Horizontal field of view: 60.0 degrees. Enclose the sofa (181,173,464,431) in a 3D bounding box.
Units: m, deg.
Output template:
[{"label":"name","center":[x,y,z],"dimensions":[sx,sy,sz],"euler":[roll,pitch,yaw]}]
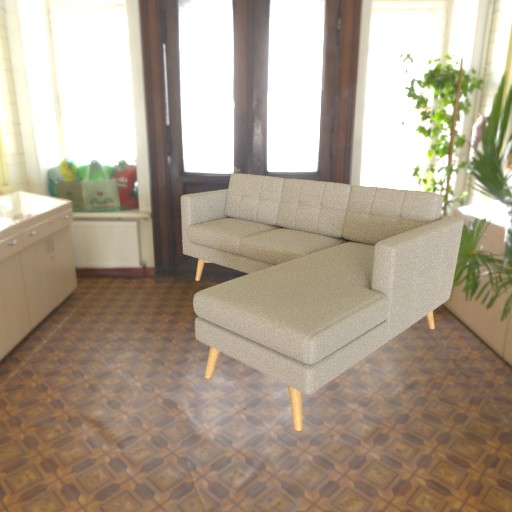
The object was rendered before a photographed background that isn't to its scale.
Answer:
[{"label":"sofa","center":[0.000,0.000,2.870],"dimensions":[2.040,0.860,1.530],"euler":[15,22,42]}]
